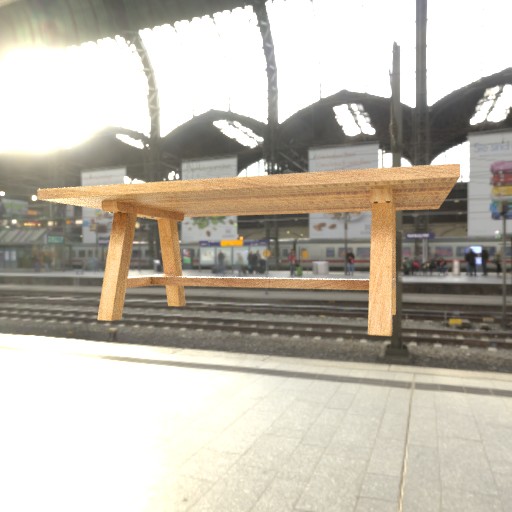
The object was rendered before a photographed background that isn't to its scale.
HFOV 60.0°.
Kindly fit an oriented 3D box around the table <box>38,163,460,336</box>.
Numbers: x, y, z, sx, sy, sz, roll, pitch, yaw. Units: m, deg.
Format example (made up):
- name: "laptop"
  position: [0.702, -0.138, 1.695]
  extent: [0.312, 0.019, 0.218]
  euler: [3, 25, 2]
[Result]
- name: "table"
  position: [0.000, 0.000, 1.663]
  extent: [1.320, 0.455, 0.760]
  euler: [0, 0, 19]
